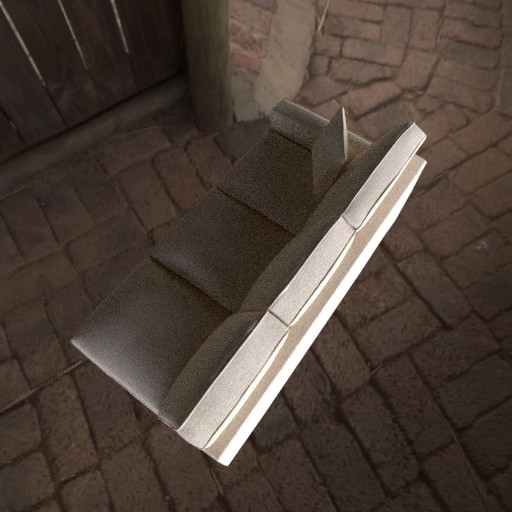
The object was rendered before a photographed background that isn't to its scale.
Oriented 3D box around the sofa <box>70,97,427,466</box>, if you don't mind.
[{"bbox_3d":[0.000,0.000,2.523,1.034,0.946,1.962,33,67,16],"label":"sofa"}]
